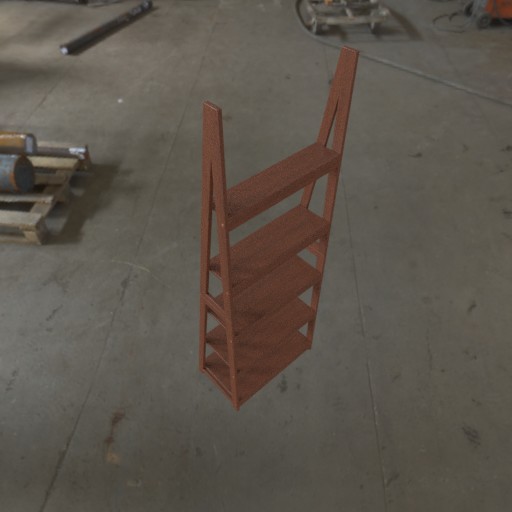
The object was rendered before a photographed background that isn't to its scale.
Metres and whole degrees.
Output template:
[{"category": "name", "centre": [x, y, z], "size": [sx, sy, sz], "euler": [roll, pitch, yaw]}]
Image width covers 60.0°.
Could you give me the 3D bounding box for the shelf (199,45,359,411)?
[{"category": "shelf", "centre": [0.000, 0.000, 2.027], "size": [0.600, 1.770, 0.350], "euler": [-33, 54, -28]}]
